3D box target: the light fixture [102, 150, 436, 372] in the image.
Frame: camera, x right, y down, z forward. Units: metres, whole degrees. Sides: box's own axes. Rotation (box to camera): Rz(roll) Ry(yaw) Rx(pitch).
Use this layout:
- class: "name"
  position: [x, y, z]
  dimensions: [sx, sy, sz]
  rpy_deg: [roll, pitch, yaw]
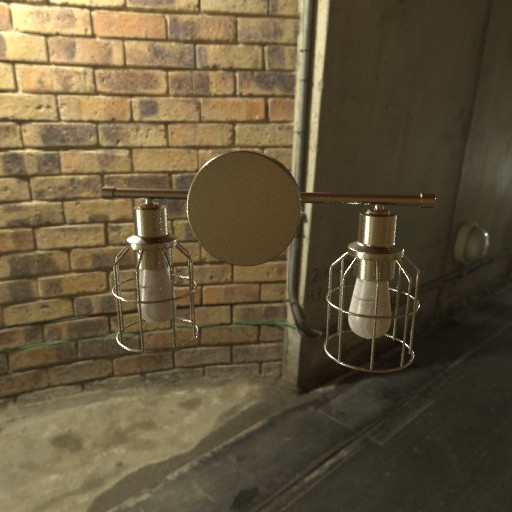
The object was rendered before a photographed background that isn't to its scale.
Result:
- class: "light fixture"
  position: [0.000, 0.000, 0.536]
  dimensions: [0.406, 0.254, 0.165]
  rpy_deg: [3, 16, 9]
